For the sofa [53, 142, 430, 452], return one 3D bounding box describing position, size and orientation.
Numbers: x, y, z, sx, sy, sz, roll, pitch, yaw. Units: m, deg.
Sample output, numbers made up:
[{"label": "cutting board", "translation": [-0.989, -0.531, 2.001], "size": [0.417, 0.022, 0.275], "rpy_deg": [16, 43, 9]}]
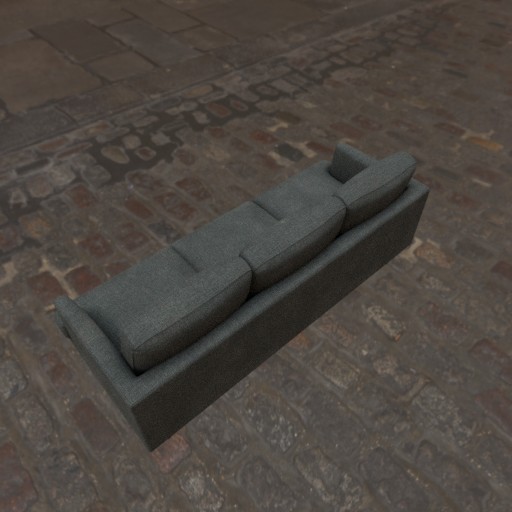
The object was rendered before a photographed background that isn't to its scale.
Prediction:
[{"label": "sofa", "translation": [0.000, 0.000, 2.715], "size": [2.246, 0.930, 0.903], "rpy_deg": [-33, 54, -28]}]
